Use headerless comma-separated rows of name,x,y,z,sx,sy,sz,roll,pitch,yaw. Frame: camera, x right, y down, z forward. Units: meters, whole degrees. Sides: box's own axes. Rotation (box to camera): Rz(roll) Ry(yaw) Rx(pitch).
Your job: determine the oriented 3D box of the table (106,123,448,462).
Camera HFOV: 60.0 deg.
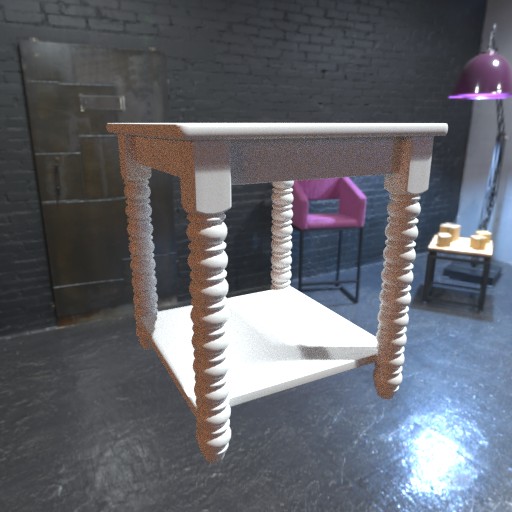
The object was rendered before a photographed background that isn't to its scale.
table,0.000,0.000,0.981,0.500,0.563,0.533,-9,19,-26
